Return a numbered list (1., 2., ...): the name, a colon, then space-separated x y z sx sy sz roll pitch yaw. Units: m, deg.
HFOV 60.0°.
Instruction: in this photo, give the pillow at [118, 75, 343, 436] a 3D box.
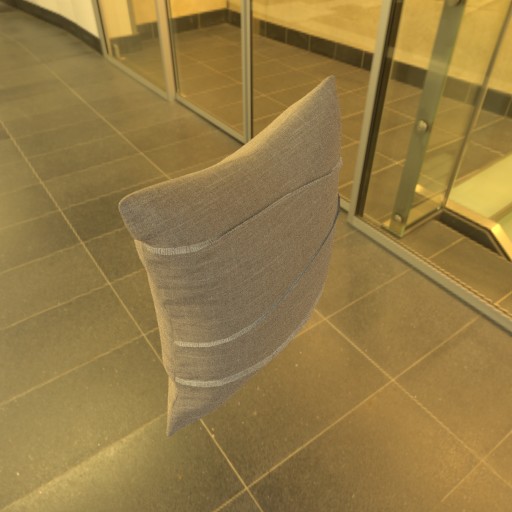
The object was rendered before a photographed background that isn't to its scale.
1. pillow: 0.000 0.000 0.638 0.169 0.400 0.424 24 46 26
